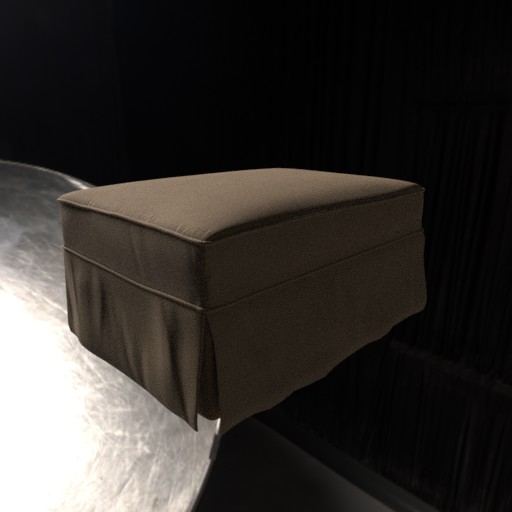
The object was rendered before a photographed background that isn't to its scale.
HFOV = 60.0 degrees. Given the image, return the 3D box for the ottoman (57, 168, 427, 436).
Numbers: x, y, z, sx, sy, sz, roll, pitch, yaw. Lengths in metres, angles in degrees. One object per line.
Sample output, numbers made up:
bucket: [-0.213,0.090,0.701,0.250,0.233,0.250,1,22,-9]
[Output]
ottoman: [0.000,0.000,1.349,0.721,0.482,0.959,16,23,42]
